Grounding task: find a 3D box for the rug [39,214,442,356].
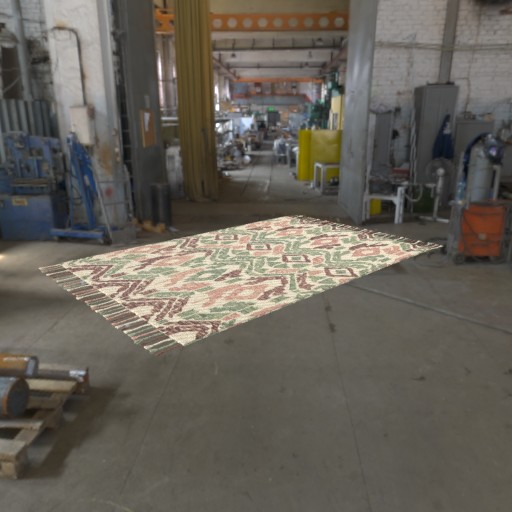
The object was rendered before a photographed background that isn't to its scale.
[{"bbox_3d":[0.000,0.000,3.088,2.438,0.011,1.524,-15,23,-40],"label":"rug"}]
